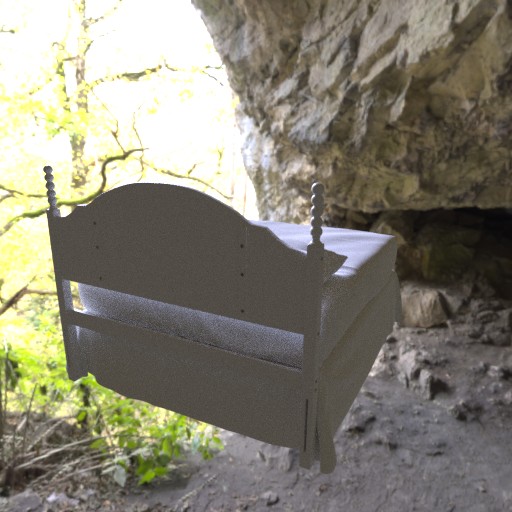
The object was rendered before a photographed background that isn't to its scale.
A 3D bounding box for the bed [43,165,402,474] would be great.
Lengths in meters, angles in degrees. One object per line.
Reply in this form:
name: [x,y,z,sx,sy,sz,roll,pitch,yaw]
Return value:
bed: [0.000,0.000,3.138,1.873,1.356,2.040,9,19,27]
